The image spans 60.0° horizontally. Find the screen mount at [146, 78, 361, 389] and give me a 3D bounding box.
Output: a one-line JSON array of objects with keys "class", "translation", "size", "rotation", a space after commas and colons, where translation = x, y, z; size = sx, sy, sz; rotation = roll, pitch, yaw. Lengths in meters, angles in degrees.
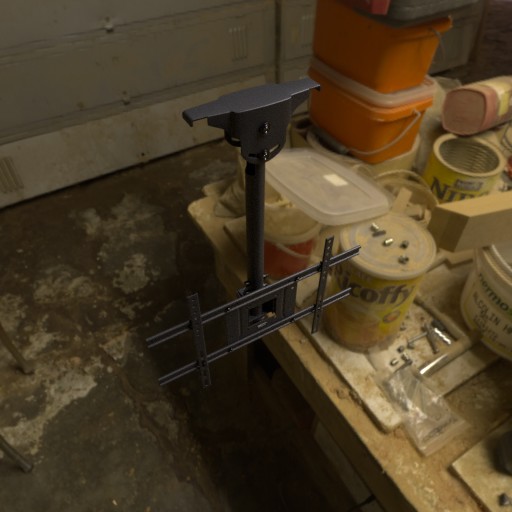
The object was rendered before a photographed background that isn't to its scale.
[{"class": "screen mount", "translation": [0.000, 0.000, 1.036], "size": [0.595, 0.775, 0.090], "rotation": [-22, 50, -20]}]
